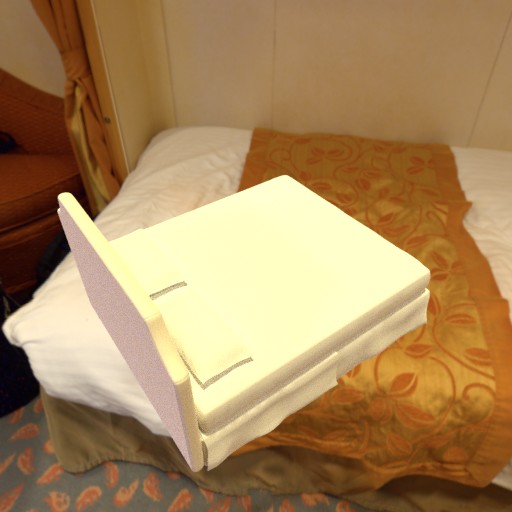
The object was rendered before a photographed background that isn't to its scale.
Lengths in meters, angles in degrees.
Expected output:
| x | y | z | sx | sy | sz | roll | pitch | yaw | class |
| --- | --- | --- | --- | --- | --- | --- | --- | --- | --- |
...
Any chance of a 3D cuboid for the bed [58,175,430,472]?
| x | y | z | sx | sy | sz | roll | pitch | yaw | class |
| --- | --- | --- | --- | --- | --- | --- | --- | --- | --- |
| 0.000 | 0.000 | 4.188 | 2.773 | 1.590 | 2.350 | -26 | 47 | -26 | bed |
